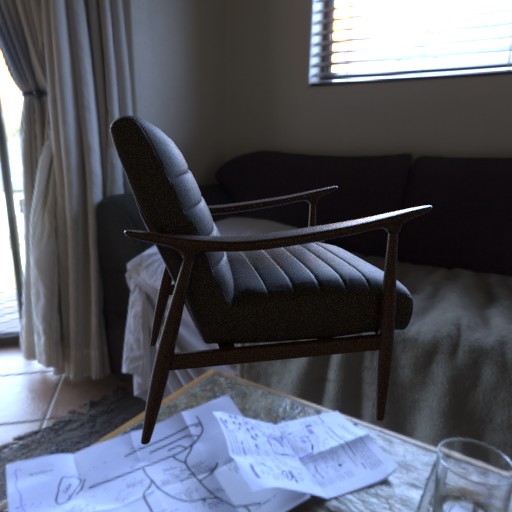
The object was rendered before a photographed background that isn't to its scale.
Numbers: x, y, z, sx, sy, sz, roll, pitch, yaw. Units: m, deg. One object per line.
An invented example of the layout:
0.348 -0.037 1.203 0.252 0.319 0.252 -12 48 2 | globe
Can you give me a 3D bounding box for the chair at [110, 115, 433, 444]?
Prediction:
0.000 0.000 1.428 0.798 0.831 0.741 -3 14 -11 | chair
